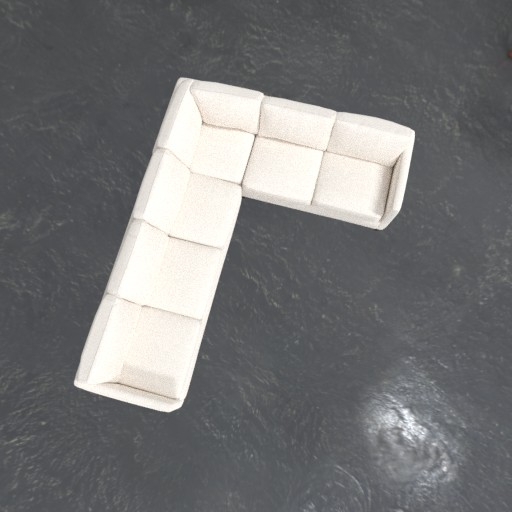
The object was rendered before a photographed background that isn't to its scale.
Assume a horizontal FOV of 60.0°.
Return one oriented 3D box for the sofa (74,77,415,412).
[{"bbox_3d":[0.000,0.000,4.478,2.593,0.947,3.302,14,76,4],"label":"sofa"}]
